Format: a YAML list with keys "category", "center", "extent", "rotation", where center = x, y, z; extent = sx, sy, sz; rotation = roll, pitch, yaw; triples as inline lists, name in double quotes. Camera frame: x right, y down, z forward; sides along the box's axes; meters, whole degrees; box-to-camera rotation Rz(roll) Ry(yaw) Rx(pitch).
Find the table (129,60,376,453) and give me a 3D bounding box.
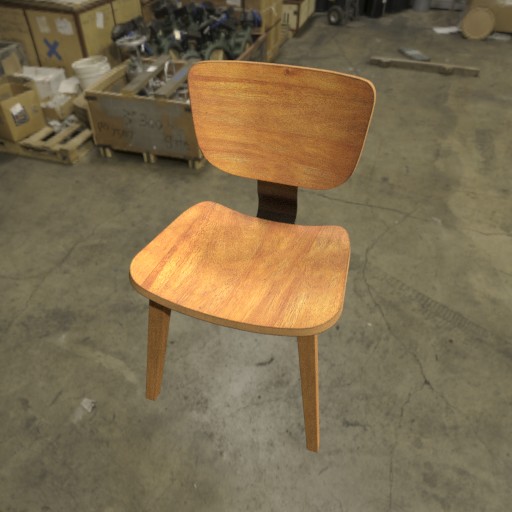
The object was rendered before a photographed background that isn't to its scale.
- category: "table"
  center: [0.000, 0.000, 1.113]
  extent: [0.499, 0.805, 0.500]
  rotation: [12, 42, 14]
